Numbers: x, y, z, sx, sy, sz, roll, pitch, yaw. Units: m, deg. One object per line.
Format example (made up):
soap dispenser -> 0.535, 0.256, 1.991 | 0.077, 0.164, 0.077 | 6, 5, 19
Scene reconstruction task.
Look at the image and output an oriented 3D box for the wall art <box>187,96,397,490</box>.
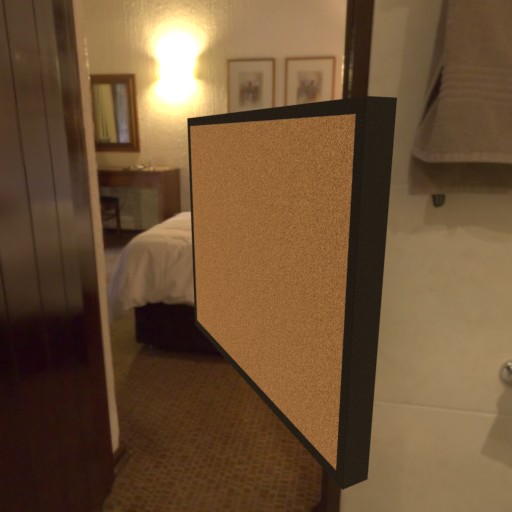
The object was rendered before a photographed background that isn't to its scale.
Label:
wall art -> 0.000, 0.000, 0.523 | 0.028, 0.325, 0.397 | -7, 17, -25
